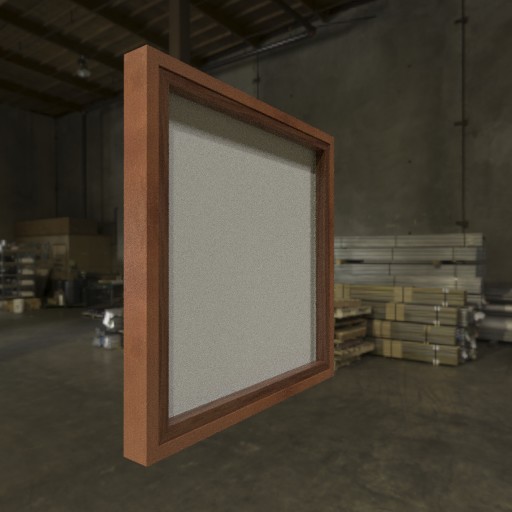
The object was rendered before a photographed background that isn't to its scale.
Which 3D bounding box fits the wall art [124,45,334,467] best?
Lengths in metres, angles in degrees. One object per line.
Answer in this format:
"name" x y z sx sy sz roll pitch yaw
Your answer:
"wall art" 0.000 0.000 0.596 0.035 0.403 0.403 0 0 36
